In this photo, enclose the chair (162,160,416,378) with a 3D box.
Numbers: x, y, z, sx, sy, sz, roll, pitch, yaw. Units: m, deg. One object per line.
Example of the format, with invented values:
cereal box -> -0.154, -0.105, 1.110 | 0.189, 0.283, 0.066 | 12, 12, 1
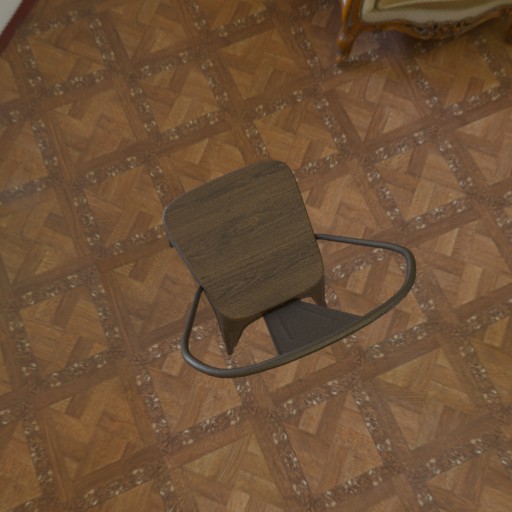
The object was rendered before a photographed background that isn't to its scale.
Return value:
chair -> 0.000, 0.000, 1.147 | 0.451, 0.844, 0.532 | -24, 78, -5
